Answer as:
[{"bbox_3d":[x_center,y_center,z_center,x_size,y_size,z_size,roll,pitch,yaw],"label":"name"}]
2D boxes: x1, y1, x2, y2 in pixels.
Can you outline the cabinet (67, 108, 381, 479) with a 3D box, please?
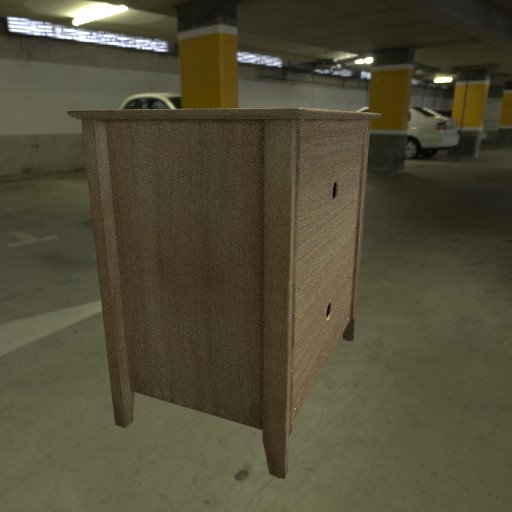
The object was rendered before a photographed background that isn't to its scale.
[{"bbox_3d":[0.000,0.000,1.235,0.503,0.762,0.763,7,19,23],"label":"cabinet"}]
